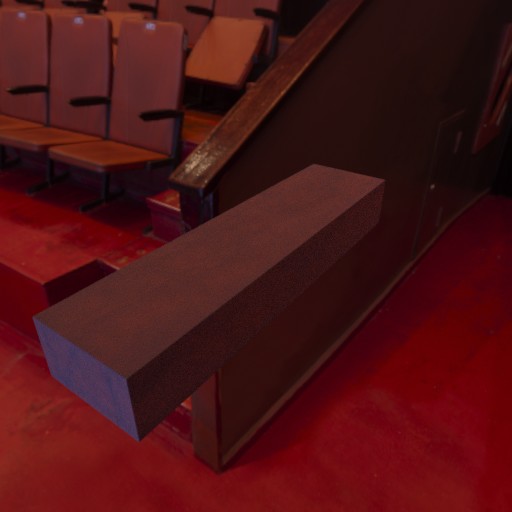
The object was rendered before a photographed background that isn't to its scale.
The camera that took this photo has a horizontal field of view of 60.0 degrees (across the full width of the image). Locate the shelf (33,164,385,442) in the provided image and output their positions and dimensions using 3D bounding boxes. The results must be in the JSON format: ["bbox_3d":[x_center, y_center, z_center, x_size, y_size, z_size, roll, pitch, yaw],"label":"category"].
[{"bbox_3d":[0.000,0.000,0.670,0.152,0.088,0.607,20,36,30],"label":"shelf"}]
